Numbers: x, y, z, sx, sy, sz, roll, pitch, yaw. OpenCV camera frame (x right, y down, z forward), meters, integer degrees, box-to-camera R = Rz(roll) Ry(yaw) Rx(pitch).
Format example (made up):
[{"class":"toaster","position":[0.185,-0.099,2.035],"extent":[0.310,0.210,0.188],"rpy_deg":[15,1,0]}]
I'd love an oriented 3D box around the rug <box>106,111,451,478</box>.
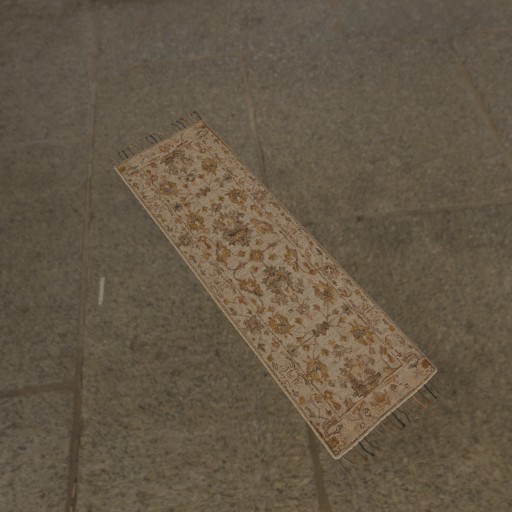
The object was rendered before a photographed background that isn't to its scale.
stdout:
[{"class":"rug","position":[0.000,0.000,2.646],"extent":[0.729,0.021,2.438],"rpy_deg":[-33,67,-16]}]
